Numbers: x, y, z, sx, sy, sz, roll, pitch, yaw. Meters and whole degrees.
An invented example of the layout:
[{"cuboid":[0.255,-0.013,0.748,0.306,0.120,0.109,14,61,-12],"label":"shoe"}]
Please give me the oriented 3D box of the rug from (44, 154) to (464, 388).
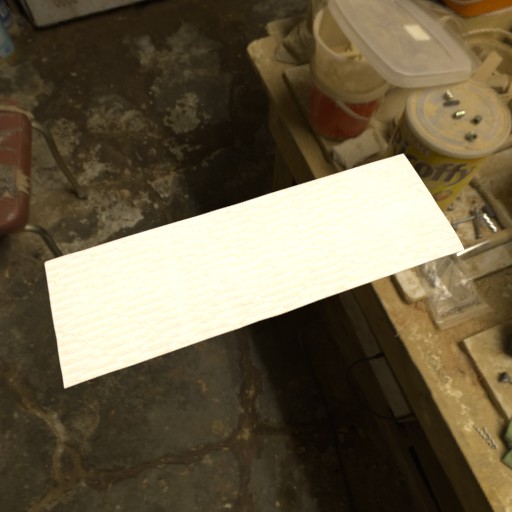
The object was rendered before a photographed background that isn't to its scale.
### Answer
[{"cuboid":[0.000,0.000,2.697,2.450,0.014,0.793,-18,66,-8],"label":"rug"}]
